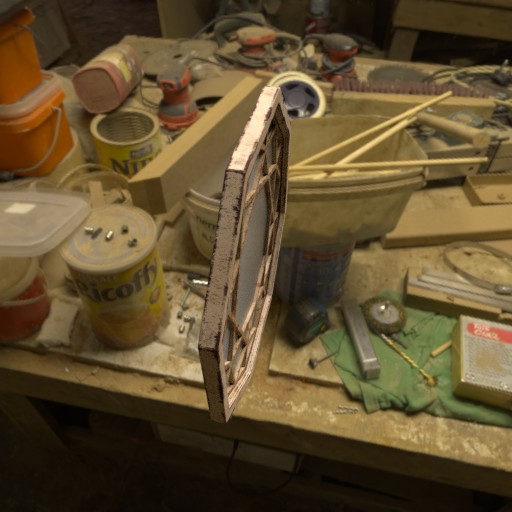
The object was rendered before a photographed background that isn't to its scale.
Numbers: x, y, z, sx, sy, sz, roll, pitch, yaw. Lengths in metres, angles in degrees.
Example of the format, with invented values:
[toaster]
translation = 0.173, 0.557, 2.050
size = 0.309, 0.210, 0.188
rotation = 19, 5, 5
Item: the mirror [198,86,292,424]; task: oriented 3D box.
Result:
[mirror]
translation = 0.000, 0.000, 0.974
size = 0.031, 0.648, 0.648
rotation = 10, 48, 9
